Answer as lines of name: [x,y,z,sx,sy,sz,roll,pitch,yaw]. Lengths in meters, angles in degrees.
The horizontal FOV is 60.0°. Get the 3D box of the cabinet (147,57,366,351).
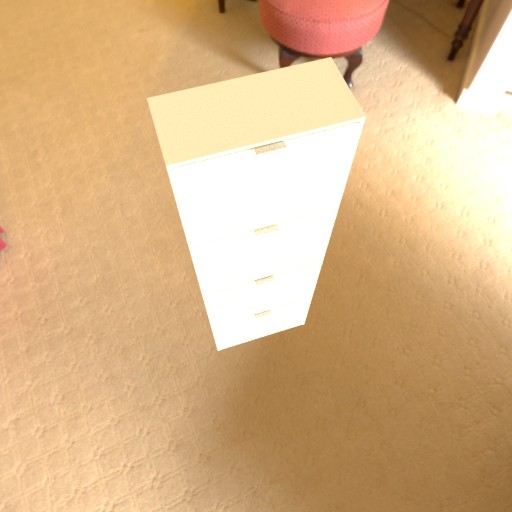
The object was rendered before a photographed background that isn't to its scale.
cabinet: [0.000,0.000,1.864,0.520,1.630,0.255,-16,64,-8]
